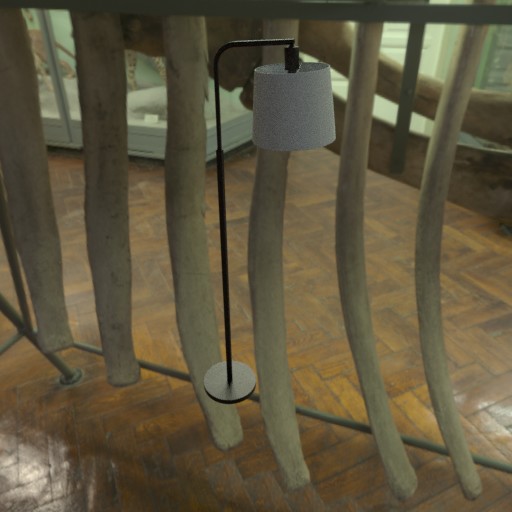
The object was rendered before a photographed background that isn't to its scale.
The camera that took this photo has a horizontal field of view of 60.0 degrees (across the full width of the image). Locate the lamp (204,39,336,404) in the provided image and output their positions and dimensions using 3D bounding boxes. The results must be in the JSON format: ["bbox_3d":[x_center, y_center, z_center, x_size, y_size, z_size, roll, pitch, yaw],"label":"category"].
[{"bbox_3d":[0.000,0.000,1.661,0.508,1.478,0.254,11,34,17],"label":"lamp"}]
